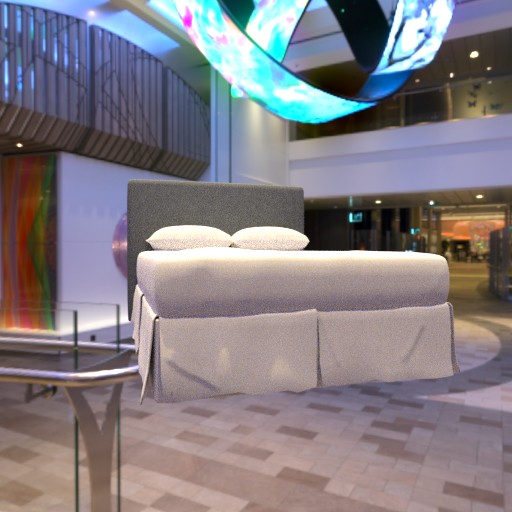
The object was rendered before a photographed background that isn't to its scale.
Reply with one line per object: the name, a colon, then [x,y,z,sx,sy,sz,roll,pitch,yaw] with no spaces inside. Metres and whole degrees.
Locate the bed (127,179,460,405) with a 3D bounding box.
bed: [0.000,0.000,3.158,1.723,1.330,2.142,0,1,-17]
